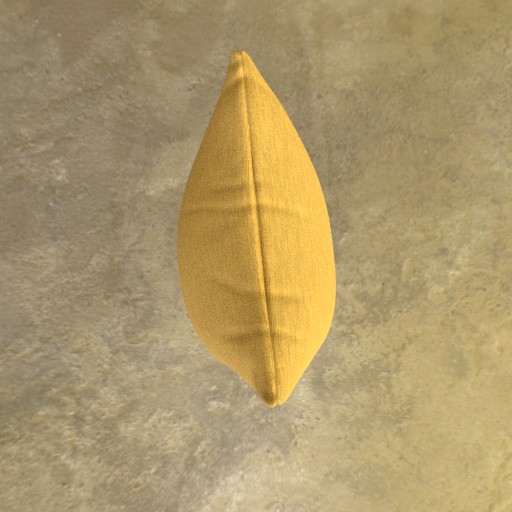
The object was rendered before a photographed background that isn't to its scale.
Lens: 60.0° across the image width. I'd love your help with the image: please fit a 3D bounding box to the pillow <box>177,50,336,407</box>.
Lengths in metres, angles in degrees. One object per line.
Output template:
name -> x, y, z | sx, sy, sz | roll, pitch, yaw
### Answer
pillow -> 0.000, 0.000, 0.696 | 0.247, 0.417, 0.435 | -5, 75, -1
